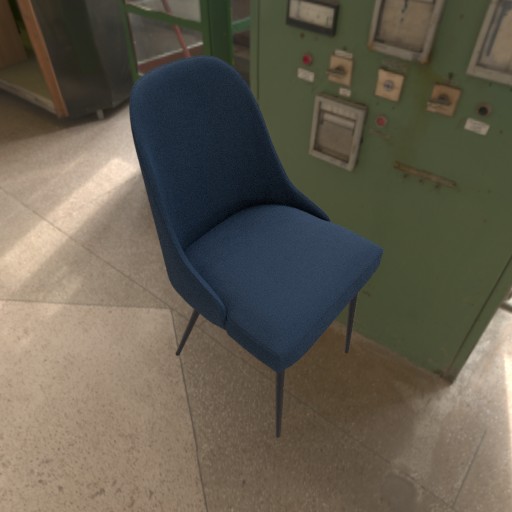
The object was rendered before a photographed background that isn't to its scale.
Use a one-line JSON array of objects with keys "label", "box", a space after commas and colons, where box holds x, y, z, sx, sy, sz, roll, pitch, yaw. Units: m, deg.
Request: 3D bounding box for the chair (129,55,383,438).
[{"label": "chair", "box": [0.000, 0.000, 1.215, 0.559, 0.896, 0.478, 30, 51, 28]}]
